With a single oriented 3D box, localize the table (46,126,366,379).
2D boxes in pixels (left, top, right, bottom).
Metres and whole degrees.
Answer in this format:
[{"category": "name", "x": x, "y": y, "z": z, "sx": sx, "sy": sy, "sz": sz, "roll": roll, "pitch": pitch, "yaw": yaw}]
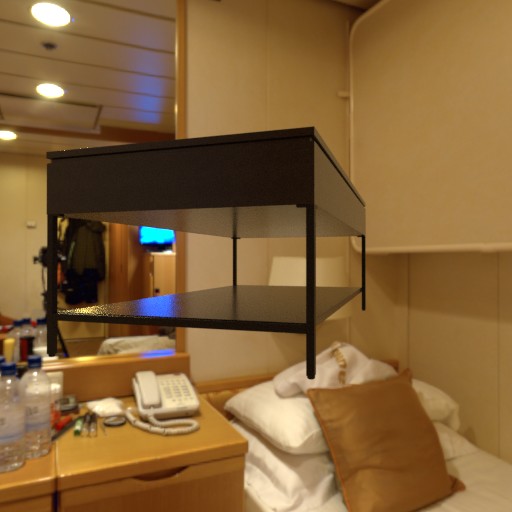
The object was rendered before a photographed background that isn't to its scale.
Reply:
[{"category": "table", "x": 0.000, "y": 0.000, "z": 1.367, "sx": 0.574, "sy": 0.435, "sz": 1.095, "roll": 0, "pitch": 0, "yaw": 18}]
